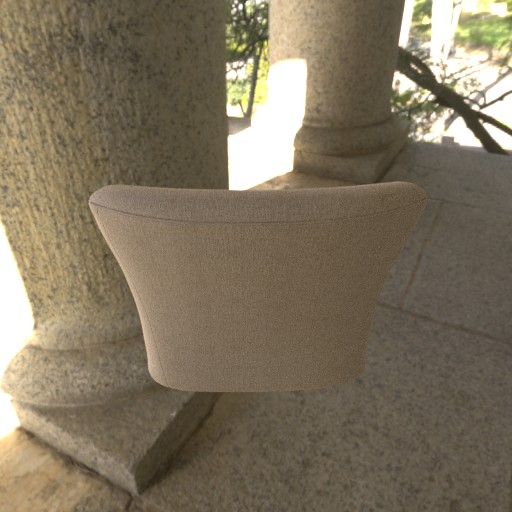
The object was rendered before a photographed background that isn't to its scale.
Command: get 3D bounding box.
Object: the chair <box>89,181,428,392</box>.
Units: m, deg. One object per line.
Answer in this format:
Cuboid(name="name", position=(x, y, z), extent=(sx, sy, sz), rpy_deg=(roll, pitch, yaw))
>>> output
Cuboid(name="chair", position=(0.000, 0.000, 1.578), extent=(0.864, 0.856, 0.923), rpy_deg=(-1, 32, -1))
